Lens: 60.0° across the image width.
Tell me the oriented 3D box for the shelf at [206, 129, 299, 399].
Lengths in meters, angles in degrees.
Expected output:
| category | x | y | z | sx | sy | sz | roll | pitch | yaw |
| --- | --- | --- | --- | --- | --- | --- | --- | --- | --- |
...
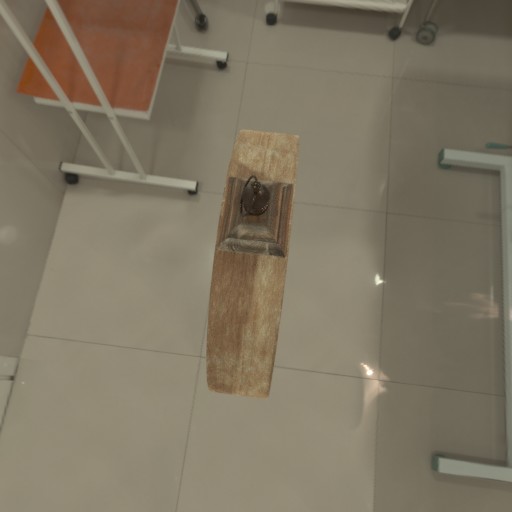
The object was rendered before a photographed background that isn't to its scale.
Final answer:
| category | x | y | z | sx | sy | sz | roll | pitch | yaw |
| --- | --- | --- | --- | --- | --- | --- | --- | --- | --- |
| shelf | 0.000 | 0.000 | 0.991 | 0.125 | 0.725 | 0.601 | 7 | 73 | 2 |
